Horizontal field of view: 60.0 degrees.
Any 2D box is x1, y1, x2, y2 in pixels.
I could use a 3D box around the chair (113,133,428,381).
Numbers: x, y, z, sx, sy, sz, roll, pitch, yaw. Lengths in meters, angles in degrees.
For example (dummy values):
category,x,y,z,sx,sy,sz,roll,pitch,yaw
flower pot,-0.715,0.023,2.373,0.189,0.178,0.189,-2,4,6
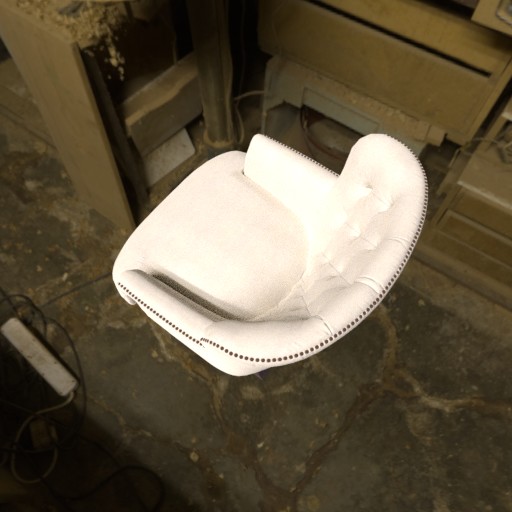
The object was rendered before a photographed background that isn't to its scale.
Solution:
category,x,y,z,sx,sy,sz,roll,pitch,yaw
chair,0.000,0.000,1.607,0.906,0.868,0.848,33,67,16
